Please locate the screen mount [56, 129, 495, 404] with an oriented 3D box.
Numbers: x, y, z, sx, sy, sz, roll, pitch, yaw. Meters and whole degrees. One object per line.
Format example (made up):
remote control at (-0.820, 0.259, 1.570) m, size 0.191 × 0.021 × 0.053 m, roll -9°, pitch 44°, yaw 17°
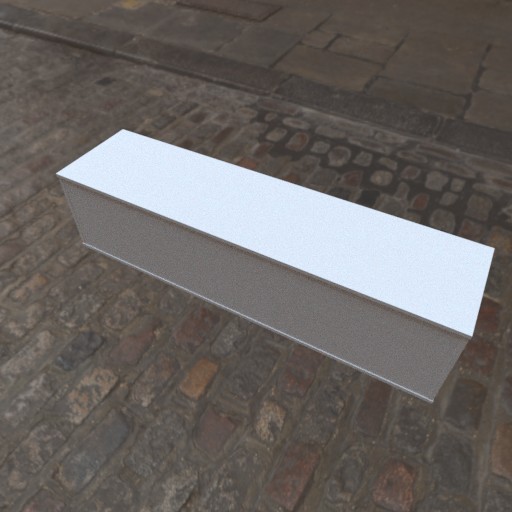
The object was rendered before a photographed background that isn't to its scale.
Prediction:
screen mount at (0.000, 0.000, 1.812) m, size 1.600 × 0.520 × 0.418 m, roll 22°, pitch 49°, yaw 20°
